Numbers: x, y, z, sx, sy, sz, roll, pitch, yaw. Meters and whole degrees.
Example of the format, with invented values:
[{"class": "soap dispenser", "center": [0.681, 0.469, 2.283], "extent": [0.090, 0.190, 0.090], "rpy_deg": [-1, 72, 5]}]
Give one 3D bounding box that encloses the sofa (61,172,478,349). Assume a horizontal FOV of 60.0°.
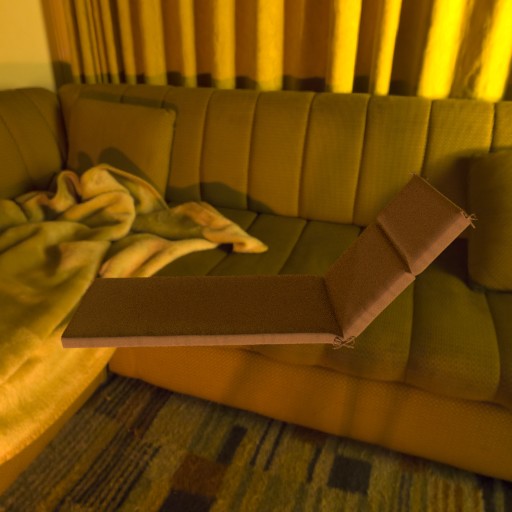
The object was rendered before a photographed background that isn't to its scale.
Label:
[{"class": "sofa", "center": [0.000, 0.000, 1.989], "extent": [1.663, 0.622, 0.582], "rpy_deg": [-1, 27, -2]}]
